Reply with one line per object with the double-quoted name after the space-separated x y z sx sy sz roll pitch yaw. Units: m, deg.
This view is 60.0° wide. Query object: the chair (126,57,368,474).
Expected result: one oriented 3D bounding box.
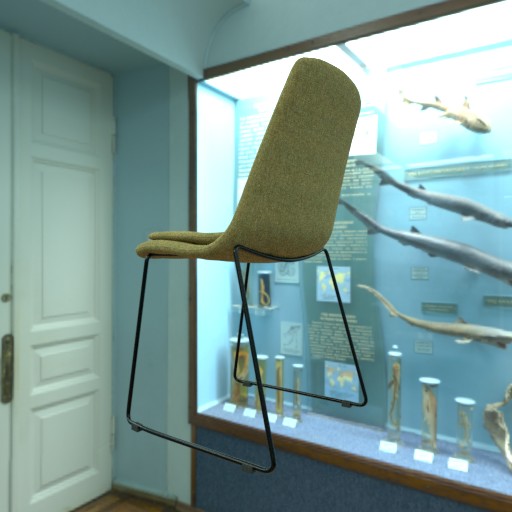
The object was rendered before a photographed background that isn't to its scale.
0.000 0.000 1.151 0.496 0.849 0.479 0 0 36 "chair"
